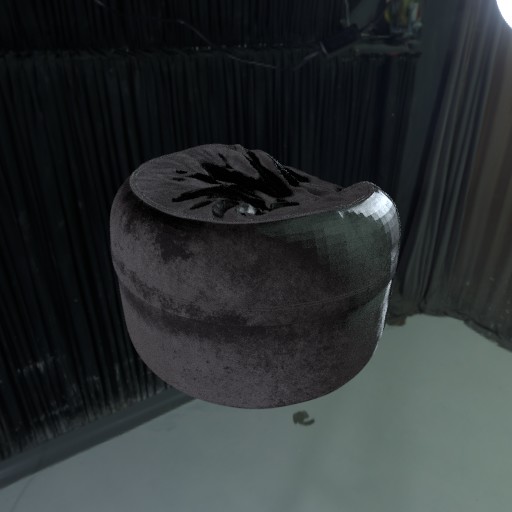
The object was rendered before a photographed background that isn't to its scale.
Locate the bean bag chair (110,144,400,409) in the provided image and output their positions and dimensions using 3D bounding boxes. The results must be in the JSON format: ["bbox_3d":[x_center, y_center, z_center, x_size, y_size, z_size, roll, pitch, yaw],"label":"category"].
[{"bbox_3d":[0.000,0.000,1.493,0.918,0.605,0.918,0,29,0],"label":"bean bag chair"}]
